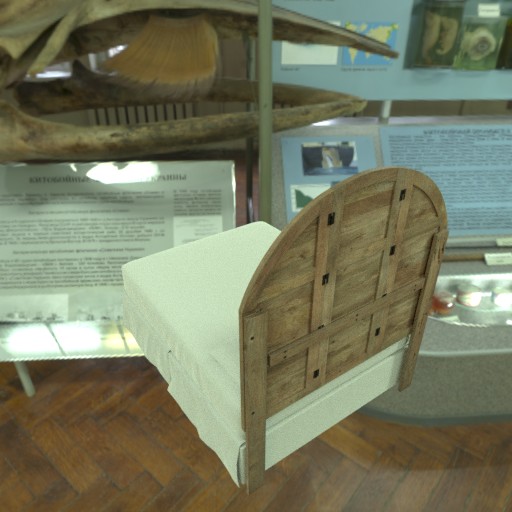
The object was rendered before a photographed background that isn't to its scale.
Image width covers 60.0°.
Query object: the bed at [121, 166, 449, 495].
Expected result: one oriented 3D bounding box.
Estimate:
[{"bbox_3d":[0.000,0.000,3.463,1.713,2.002,2.112,-20,36,-30],"label":"bed"}]
